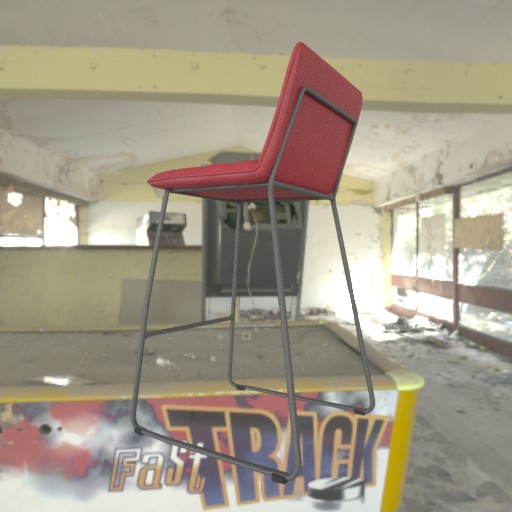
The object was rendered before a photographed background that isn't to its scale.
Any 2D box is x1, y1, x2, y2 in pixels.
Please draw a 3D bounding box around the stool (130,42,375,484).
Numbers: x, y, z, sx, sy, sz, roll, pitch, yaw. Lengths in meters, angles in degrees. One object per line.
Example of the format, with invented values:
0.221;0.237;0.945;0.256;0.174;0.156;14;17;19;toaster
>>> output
0.000;0.000;1.238;0.524;0.937;0.489;0;0;34;stool
